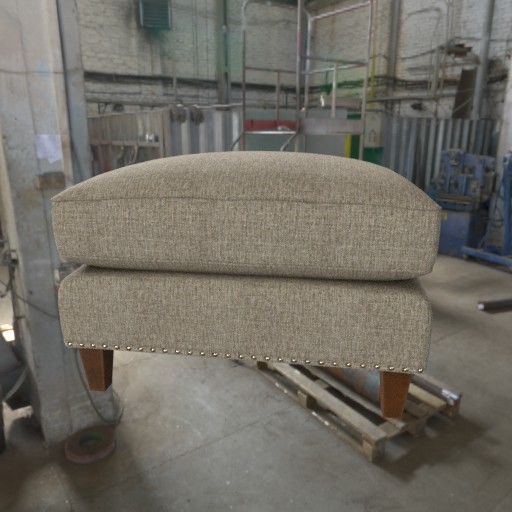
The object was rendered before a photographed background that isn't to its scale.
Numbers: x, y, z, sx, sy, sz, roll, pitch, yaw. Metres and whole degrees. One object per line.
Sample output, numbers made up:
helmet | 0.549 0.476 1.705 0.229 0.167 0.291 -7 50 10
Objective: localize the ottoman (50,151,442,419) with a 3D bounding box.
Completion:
ottoman | 0.000 0.000 1.115 0.741 0.513 0.584 2 15 9
